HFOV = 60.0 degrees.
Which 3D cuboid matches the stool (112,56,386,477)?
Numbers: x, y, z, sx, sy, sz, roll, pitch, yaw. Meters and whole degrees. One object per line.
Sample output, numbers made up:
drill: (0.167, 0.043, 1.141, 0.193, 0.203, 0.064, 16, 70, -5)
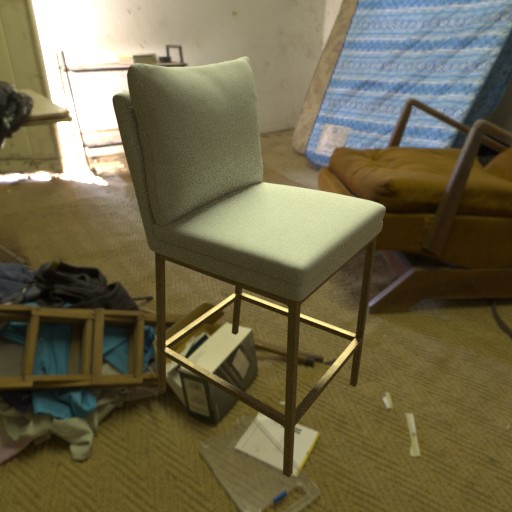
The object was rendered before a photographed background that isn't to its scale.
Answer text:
stool: (0.000, 0.000, 1.282, 0.572, 1.032, 0.463, 18, 32, 31)
